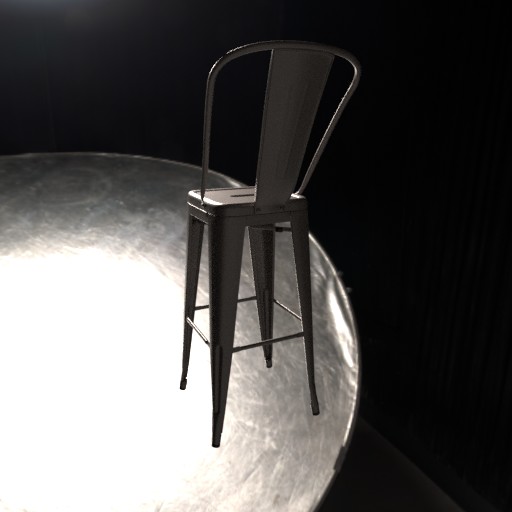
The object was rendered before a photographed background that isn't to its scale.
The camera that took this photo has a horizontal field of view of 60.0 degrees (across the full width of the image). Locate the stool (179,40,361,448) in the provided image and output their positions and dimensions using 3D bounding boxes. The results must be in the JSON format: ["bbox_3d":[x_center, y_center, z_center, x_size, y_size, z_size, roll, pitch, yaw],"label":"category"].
[{"bbox_3d":[0.000,0.000,1.326,0.399,1.096,0.513,-8,18,-25],"label":"stool"}]
